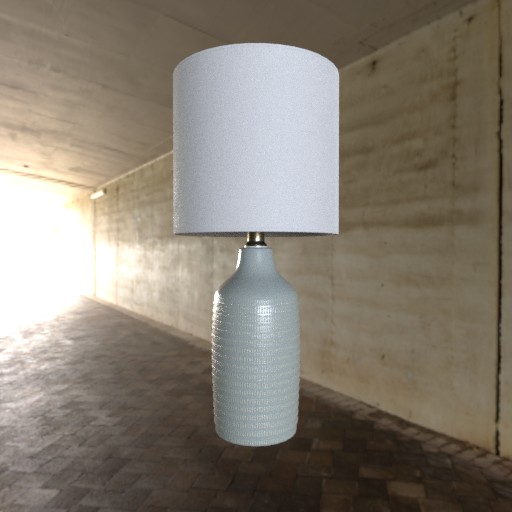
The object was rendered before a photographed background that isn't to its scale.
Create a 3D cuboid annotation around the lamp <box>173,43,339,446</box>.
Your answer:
[{"bbox_3d":[0.000,0.000,0.603,0.220,0.475,0.220,0,1,0],"label":"lamp"}]
